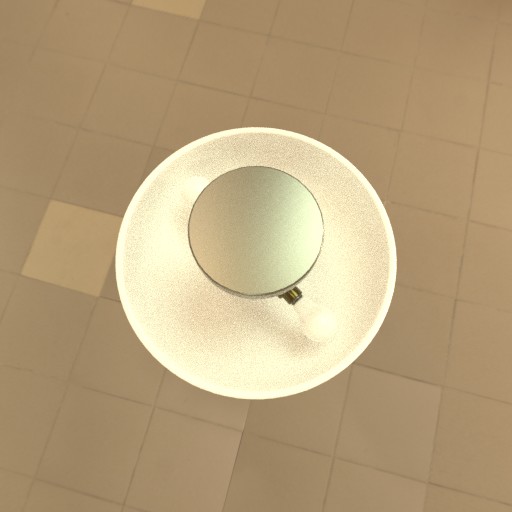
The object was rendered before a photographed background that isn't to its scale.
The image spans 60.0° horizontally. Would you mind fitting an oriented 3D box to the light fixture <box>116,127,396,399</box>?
[{"bbox_3d":[0.000,0.000,0.537,0.330,0.214,0.330,0,75,0],"label":"light fixture"}]
